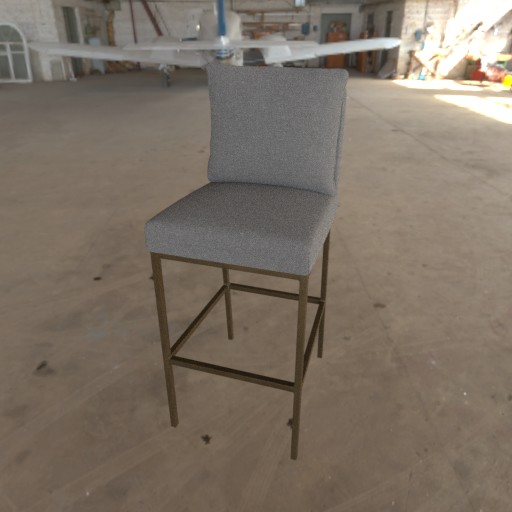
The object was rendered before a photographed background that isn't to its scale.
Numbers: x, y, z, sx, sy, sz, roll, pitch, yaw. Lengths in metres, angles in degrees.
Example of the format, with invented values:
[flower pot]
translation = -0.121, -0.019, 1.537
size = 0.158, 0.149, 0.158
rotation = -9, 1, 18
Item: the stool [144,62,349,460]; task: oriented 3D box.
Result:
[stool]
translation = 0.000, 0.000, 1.443
size = 0.463, 1.132, 0.569
rotation = 8, 28, 16
